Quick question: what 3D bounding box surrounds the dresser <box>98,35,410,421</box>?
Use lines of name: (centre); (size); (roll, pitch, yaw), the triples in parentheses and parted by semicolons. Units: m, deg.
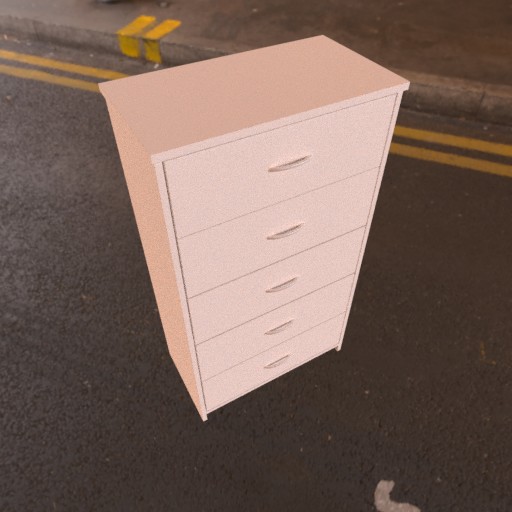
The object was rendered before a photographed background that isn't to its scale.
dresser: (0.000, 0.000, 1.580); (0.704, 1.255, 0.399); (-22, 49, -20)
